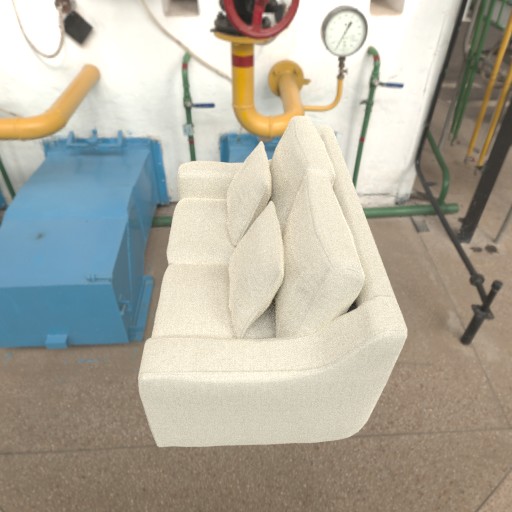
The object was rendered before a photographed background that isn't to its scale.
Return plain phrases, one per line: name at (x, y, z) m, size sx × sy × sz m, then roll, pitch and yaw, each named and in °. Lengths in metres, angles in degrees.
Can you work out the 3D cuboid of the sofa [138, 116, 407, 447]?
sofa at (0.000, 0.000, 2.419) m, size 1.040 × 1.047 × 1.744 m, roll -1°, pitch 41°, yaw -1°
